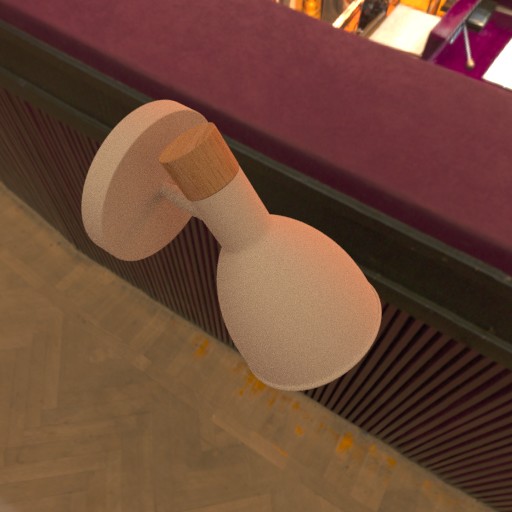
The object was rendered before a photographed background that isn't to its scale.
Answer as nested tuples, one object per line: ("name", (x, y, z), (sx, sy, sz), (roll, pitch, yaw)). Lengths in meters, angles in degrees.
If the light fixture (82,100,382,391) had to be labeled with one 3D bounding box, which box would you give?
("light fixture", (0.000, 0.000, 0.334), (0.209, 0.199, 0.127), (30, 64, 17))
